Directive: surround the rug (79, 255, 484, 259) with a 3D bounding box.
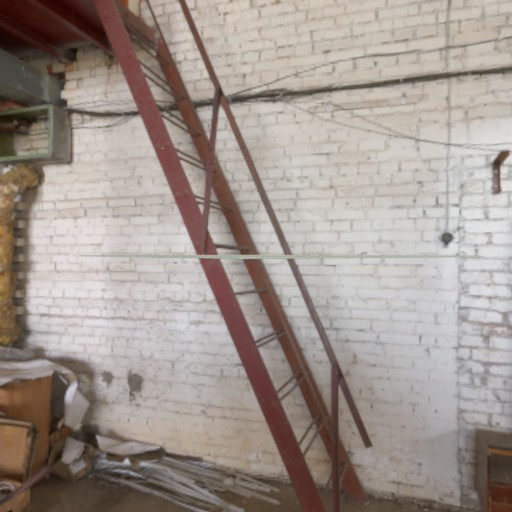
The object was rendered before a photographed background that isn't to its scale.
[{"bbox_3d":[0.000,0.000,4.073,2.363,0.012,2.980,0,0,-36],"label":"rug"}]
